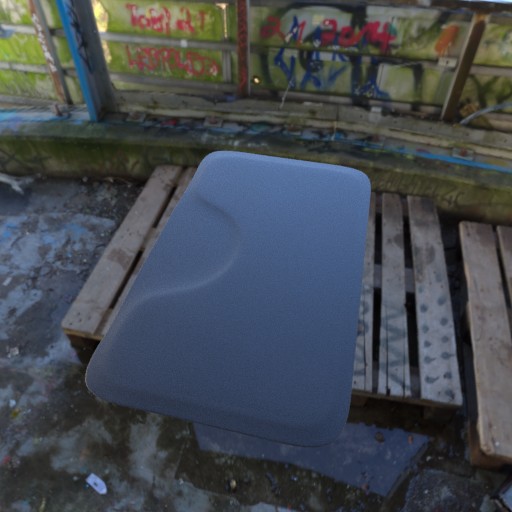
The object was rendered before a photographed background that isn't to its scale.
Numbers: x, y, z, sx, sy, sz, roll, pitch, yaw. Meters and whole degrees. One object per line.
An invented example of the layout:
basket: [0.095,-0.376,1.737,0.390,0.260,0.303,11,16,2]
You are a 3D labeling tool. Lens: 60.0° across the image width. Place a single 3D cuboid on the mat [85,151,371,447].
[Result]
mat: [0.000,0.000,1.925,0.918,0.013,1.524,10,47,9]
